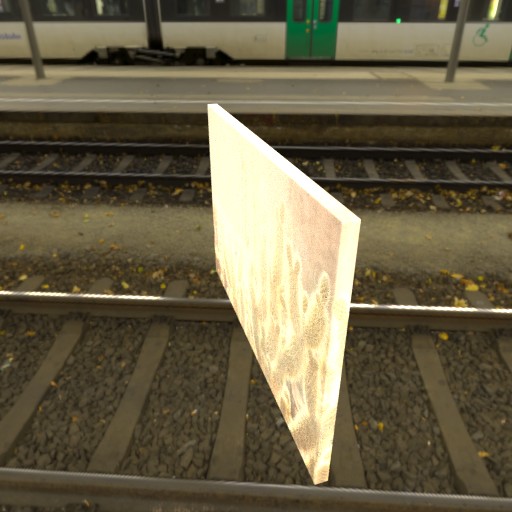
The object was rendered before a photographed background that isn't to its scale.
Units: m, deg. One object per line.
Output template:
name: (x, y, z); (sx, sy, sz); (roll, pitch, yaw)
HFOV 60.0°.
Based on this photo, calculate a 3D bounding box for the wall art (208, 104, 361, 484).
wall art: (0.000, 0.000, 1.455); (0.041, 0.758, 1.142); (-9, 31, -15)
